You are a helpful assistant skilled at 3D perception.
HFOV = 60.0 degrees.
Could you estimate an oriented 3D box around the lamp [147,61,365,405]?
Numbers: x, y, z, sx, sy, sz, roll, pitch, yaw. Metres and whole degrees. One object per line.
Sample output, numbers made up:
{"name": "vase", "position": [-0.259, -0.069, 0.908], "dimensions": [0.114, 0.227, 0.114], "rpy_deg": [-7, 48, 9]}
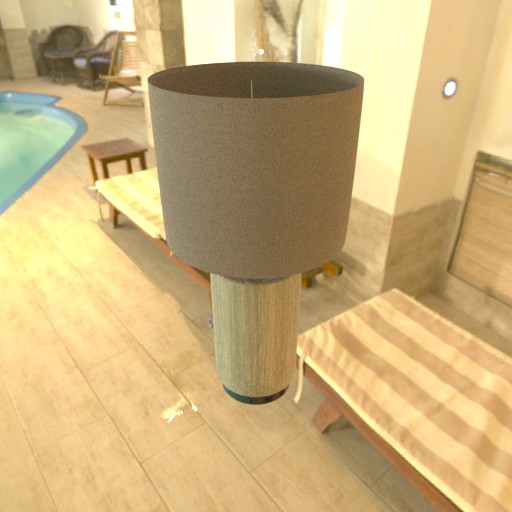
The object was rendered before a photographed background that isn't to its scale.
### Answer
{"name": "lamp", "position": [0.000, 0.000, 0.584], "dimensions": [0.228, 0.444, 0.228], "rpy_deg": [-19, 36, -28]}
